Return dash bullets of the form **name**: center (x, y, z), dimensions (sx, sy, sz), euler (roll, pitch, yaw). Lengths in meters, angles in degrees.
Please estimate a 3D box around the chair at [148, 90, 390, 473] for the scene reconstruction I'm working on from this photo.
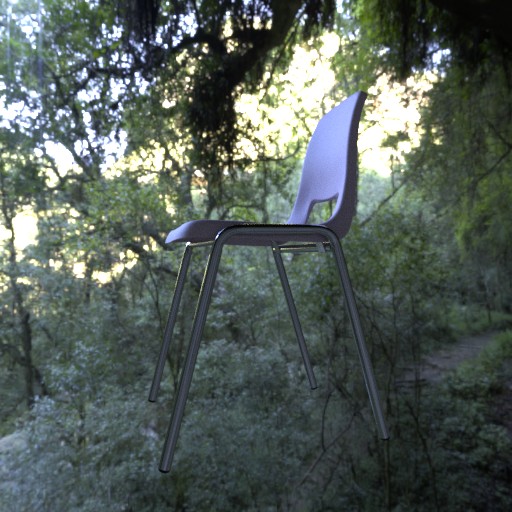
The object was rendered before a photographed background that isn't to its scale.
- **chair**: center (0.000, 0.000, 0.952), dimensions (0.436, 0.704, 0.381), euler (0, 0, -16)
